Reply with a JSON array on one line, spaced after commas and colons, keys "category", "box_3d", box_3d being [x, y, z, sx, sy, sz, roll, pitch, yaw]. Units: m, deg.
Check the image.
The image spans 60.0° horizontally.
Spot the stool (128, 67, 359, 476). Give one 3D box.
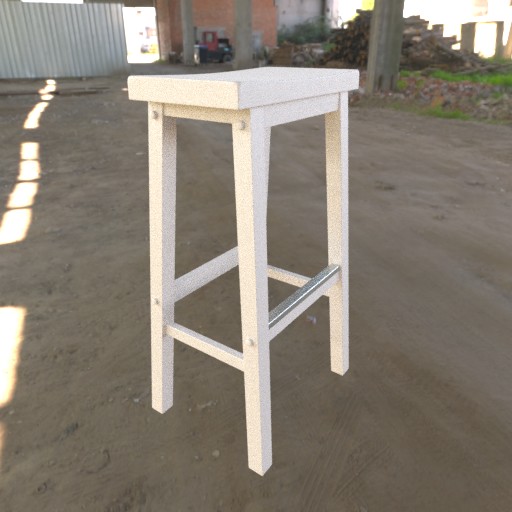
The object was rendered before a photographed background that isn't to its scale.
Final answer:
[{"category": "stool", "box_3d": [0.000, 0.000, 0.968, 0.322, 0.742, 0.406, 17, 30, 32]}]
